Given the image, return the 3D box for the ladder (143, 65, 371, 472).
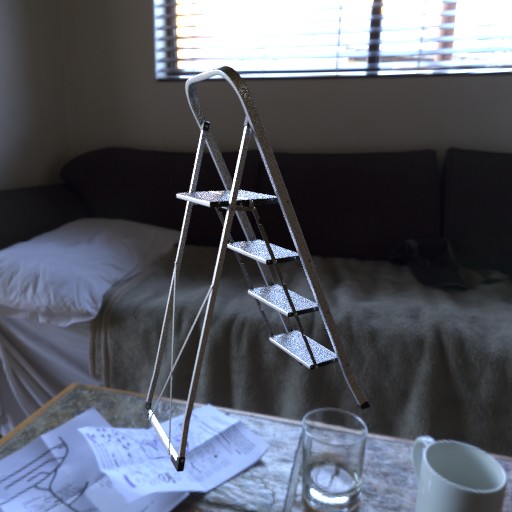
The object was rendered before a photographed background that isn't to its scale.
[{"bbox_3d":[0.000,0.000,1.682,0.830,1.290,0.465,-8,16,-29],"label":"ladder"}]
